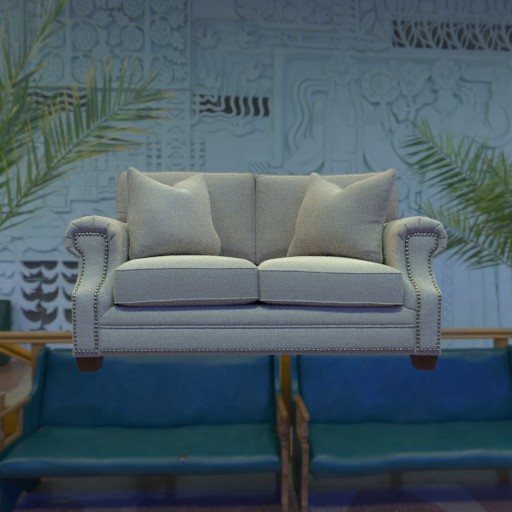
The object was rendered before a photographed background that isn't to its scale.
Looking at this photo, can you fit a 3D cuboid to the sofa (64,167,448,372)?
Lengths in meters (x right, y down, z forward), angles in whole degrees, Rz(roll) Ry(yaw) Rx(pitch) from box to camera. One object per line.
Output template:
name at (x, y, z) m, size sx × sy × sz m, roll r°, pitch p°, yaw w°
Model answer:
sofa at (0.000, 0.000, 2.295) m, size 1.701 × 0.966 × 0.966 m, roll 0°, pitch 0°, yaw -1°
